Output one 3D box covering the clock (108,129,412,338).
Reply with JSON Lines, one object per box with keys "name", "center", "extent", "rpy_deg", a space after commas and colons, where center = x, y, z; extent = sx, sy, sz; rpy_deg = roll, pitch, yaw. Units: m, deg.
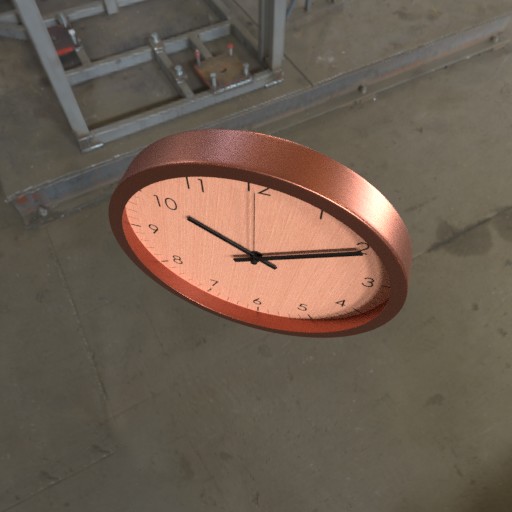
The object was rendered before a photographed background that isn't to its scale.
{"name": "clock", "center": [0.000, 0.000, 0.474], "extent": [0.313, 0.313, 0.040], "rpy_deg": [14, 60, 8]}
